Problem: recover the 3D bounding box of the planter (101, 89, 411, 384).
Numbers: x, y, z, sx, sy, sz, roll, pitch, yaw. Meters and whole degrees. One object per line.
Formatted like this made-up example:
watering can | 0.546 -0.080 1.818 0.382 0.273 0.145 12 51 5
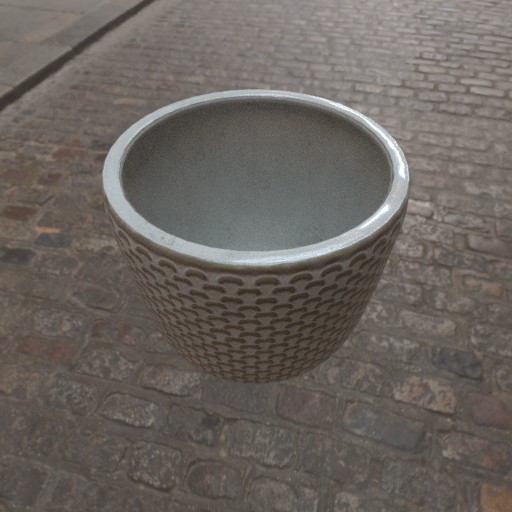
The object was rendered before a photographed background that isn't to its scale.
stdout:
planter | 0.000 0.000 0.305 0.173 0.160 0.173 0 45 0
